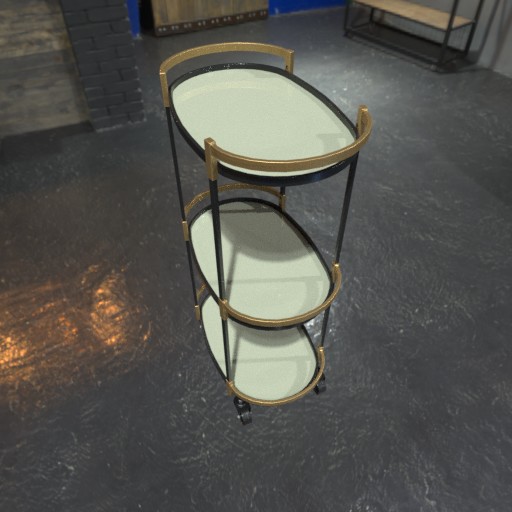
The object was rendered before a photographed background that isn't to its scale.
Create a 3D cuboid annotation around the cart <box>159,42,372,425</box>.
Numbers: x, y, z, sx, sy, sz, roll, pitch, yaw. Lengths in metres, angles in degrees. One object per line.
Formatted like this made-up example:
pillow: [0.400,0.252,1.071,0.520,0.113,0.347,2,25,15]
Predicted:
cart: [0.000,0.000,1.144,0.311,0.885,0.515,-17,47,-16]
